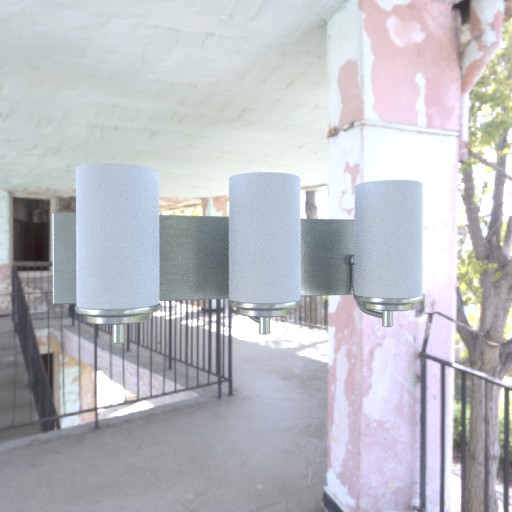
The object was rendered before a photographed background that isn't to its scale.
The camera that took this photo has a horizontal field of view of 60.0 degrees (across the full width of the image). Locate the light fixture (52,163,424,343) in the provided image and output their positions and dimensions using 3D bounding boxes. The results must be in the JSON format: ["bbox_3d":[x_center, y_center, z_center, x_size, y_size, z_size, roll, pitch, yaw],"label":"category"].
[{"bbox_3d":[0.000,0.000,0.521,0.451,0.172,0.145,0,1,-18],"label":"light fixture"}]
